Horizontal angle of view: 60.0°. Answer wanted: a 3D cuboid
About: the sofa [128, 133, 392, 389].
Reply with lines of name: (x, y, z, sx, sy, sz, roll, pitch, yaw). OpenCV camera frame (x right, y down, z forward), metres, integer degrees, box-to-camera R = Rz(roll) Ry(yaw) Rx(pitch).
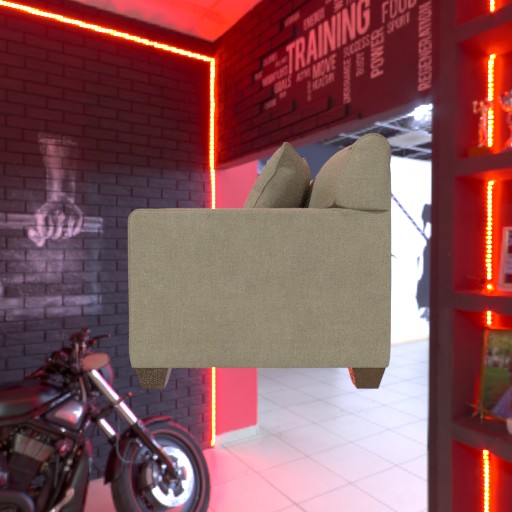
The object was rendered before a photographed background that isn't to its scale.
sofa: (0.000, 0.000, 2.581, 0.997, 0.958, 2.024, 0, 1, 0)
